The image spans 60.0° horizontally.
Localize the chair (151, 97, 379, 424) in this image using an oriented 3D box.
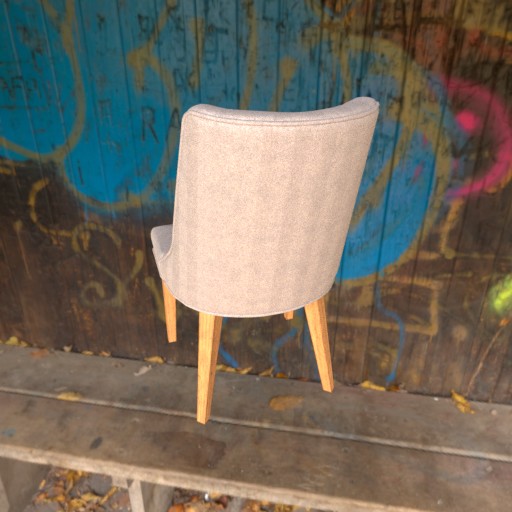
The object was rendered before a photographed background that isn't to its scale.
[{"bbox_3d":[0.000,0.000,1.296,0.548,0.916,0.636,-8,28,-16],"label":"chair"}]
